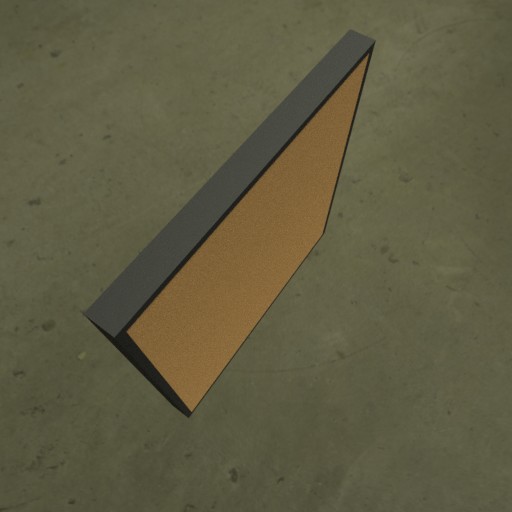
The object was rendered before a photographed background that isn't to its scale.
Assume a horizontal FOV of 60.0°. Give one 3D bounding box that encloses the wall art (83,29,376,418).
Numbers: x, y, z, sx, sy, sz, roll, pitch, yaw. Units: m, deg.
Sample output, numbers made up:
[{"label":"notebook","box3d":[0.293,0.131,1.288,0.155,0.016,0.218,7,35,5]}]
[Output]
[{"label":"wall art","box3d":[0.000,0.000,0.734,0.040,0.509,0.509,32,67,16]}]
